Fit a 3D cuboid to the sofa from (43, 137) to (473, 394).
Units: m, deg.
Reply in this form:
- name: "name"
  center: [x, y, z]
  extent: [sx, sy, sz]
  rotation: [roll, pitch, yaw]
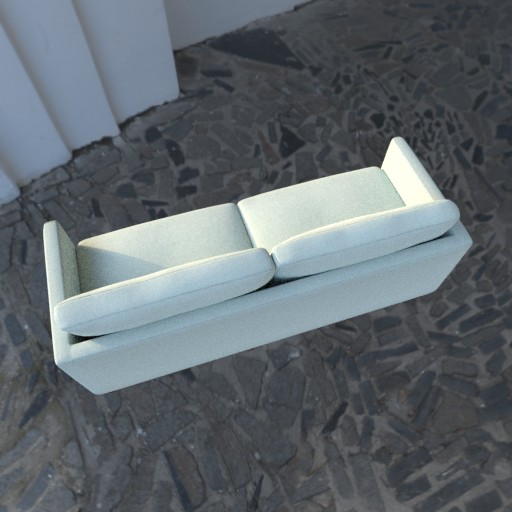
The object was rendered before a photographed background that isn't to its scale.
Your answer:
- name: "sofa"
  center: [0.000, 0.000, 2.869]
  extent: [2.434, 0.965, 0.948]
  rotation: [-15, 61, -9]
